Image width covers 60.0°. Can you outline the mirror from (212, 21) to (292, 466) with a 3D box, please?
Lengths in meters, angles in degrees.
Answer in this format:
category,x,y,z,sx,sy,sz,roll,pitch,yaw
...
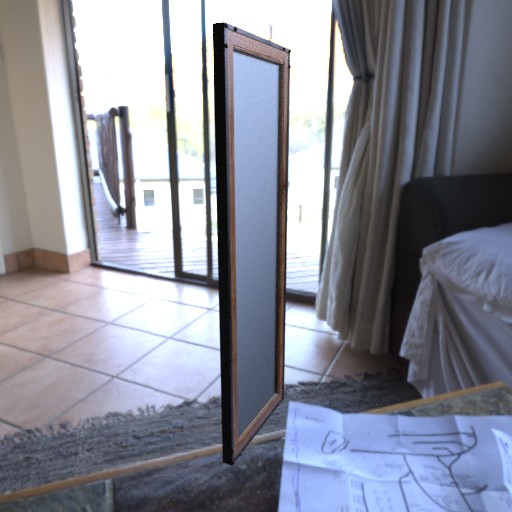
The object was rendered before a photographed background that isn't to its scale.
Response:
category,x,y,z,sx,sy,sz,roll,pitch,yaw
mirror,0.000,0.000,1.196,0.042,1.080,0.354,8,17,26
